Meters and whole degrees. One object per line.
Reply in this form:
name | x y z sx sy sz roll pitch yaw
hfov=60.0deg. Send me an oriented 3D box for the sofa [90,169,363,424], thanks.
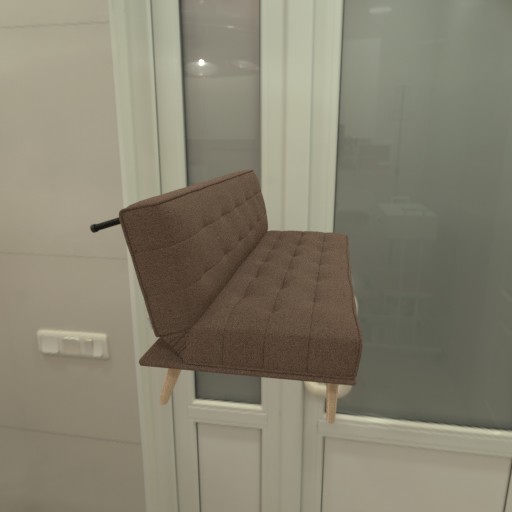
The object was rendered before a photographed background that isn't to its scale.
sofa | 0.000 0.000 2.384 1.038 0.810 1.820 3 15 10
